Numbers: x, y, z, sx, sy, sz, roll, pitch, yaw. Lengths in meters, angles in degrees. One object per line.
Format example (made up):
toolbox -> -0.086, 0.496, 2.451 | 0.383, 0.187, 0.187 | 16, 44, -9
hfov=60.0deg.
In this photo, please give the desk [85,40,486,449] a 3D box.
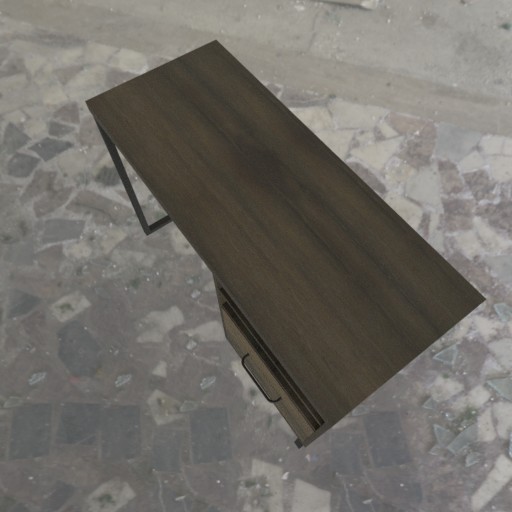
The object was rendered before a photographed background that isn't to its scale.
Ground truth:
desk -> 0.000, 0.000, 1.510 | 0.511, 0.752, 1.134 | -33, 67, -16
